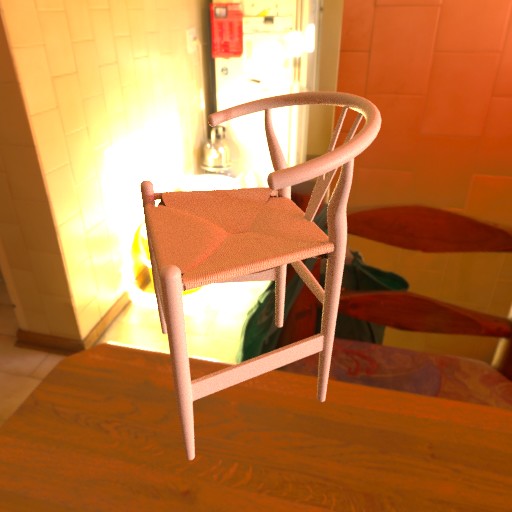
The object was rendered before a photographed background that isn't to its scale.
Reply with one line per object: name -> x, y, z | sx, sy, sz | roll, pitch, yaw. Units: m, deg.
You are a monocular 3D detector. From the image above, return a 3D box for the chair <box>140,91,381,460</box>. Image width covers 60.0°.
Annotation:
chair -> 0.000, 0.000, 1.103 | 0.500, 0.736, 0.533 | -9, 30, -15
